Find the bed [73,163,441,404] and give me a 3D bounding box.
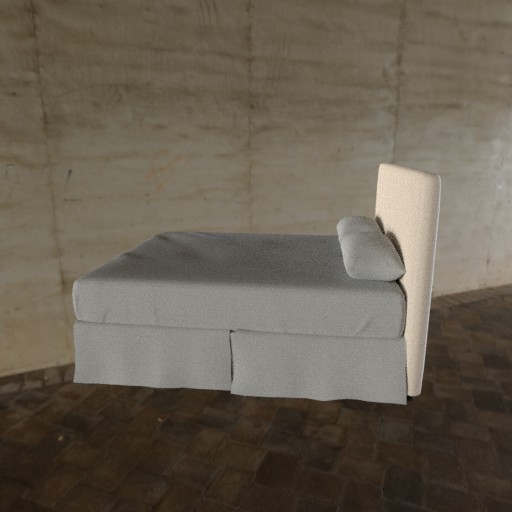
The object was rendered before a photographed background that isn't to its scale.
[{"bbox_3d":[0.000,0.000,3.310,2.142,1.330,1.748,2,14,8],"label":"bed"}]
